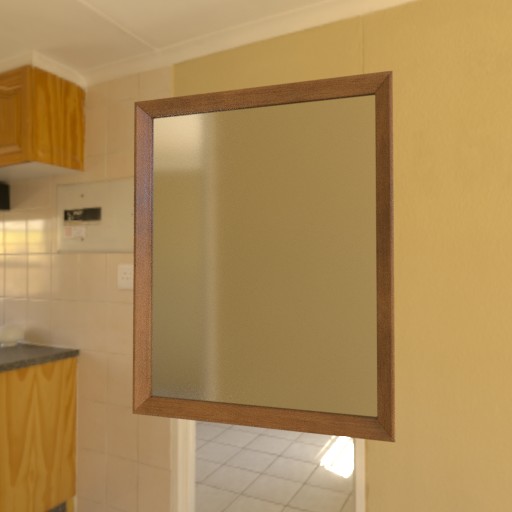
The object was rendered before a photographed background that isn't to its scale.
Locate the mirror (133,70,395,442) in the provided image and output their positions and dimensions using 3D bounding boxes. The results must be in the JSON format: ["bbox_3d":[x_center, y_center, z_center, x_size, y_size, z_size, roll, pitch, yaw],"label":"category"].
[{"bbox_3d":[0.000,0.000,0.683,0.406,0.509,0.041,0,-1,17],"label":"mirror"}]
